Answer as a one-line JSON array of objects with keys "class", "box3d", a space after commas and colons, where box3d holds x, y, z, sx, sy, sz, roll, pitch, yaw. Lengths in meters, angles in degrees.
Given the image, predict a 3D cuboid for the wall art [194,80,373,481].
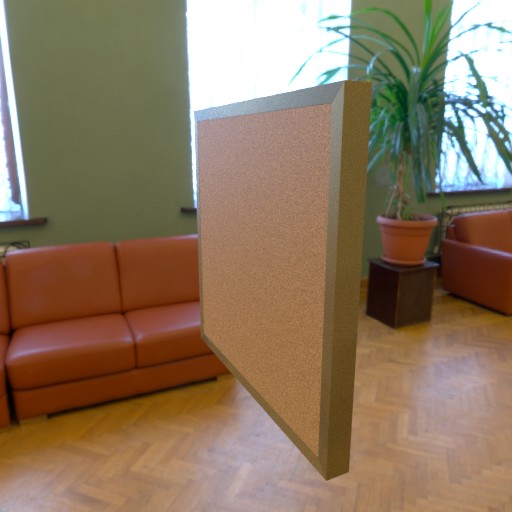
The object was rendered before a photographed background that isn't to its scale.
[{"class": "wall art", "box3d": [0.000, 0.000, 0.765, 0.038, 0.508, 0.507, -7, 16, -25]}]
